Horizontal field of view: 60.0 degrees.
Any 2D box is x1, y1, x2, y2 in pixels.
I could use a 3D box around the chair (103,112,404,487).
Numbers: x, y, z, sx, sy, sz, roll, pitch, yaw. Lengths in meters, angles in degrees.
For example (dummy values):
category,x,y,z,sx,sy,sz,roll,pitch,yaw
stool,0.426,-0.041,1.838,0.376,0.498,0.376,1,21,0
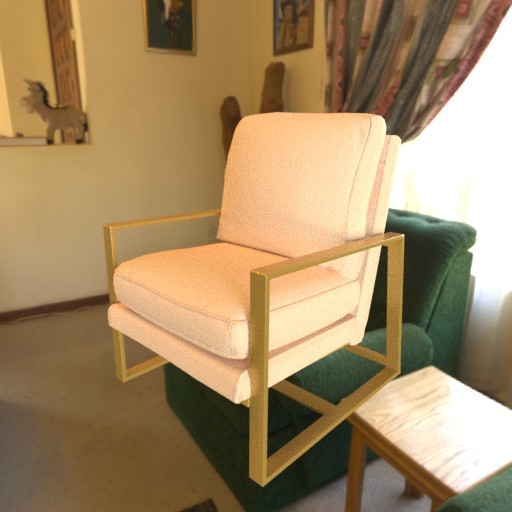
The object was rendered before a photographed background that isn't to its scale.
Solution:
category,x,y,z,sx,sy,sz,roll,pitch,yaw
chair,0.000,0.000,1.532,0.758,0.956,0.813,16,23,42
